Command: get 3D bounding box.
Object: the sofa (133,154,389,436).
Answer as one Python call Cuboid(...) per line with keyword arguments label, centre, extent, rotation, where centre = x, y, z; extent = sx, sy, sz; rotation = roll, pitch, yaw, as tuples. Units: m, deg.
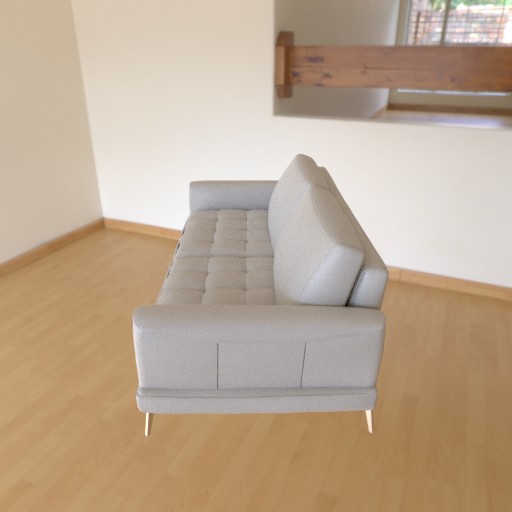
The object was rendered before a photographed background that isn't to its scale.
Cuboid(label="sofa", centre=(0.000, 0.000, 2.803), extent=(1.121, 0.930, 2.177), rotation=(0, 25, -1))
